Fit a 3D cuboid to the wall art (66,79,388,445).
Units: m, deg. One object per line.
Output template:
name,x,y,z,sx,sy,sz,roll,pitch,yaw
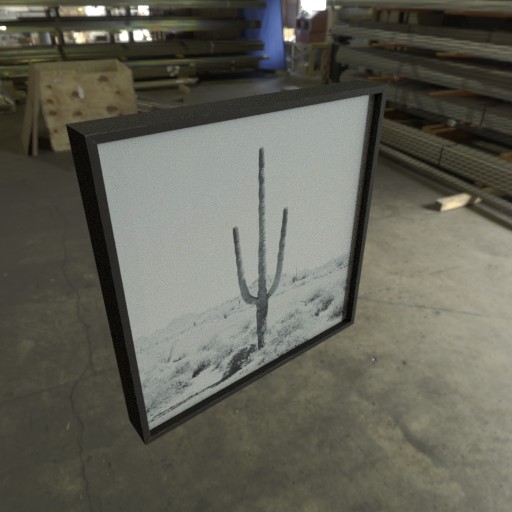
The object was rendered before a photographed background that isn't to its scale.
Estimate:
wall art,0.000,0.000,0.452,0.305,0.305,0.038,-22,37,-32
